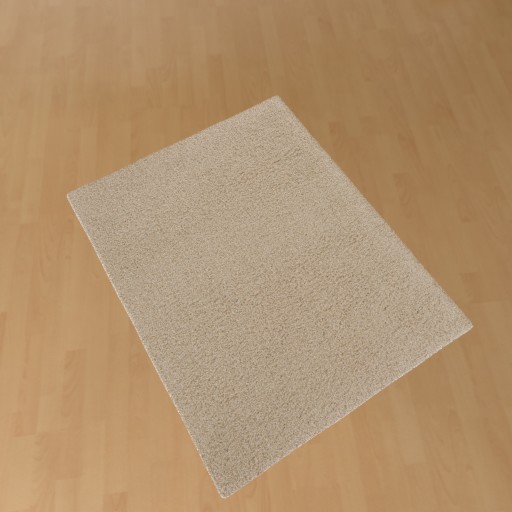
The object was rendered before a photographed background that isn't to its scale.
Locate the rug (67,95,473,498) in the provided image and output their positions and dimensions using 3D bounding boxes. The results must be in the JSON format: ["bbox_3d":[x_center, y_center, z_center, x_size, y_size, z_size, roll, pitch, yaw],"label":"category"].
[{"bbox_3d":[0.000,0.000,4.002,2.438,0.029,3.047,-29,68,-13],"label":"rug"}]
